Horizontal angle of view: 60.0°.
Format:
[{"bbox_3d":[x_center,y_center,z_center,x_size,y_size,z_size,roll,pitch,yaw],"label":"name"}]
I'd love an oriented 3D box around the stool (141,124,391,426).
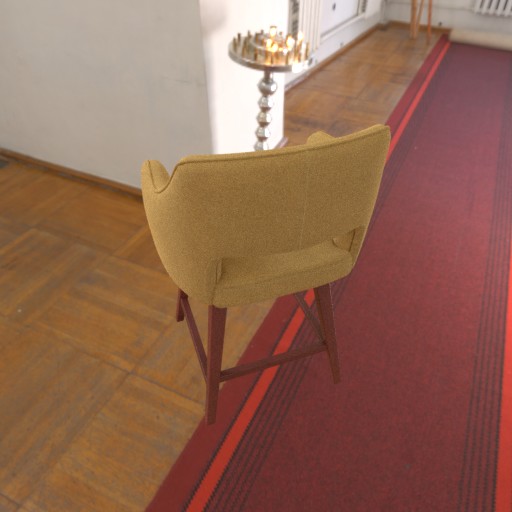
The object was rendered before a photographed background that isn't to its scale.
[{"bbox_3d":[0.000,0.000,1.267,0.548,0.924,0.558,-13,42,-15],"label":"stool"}]
